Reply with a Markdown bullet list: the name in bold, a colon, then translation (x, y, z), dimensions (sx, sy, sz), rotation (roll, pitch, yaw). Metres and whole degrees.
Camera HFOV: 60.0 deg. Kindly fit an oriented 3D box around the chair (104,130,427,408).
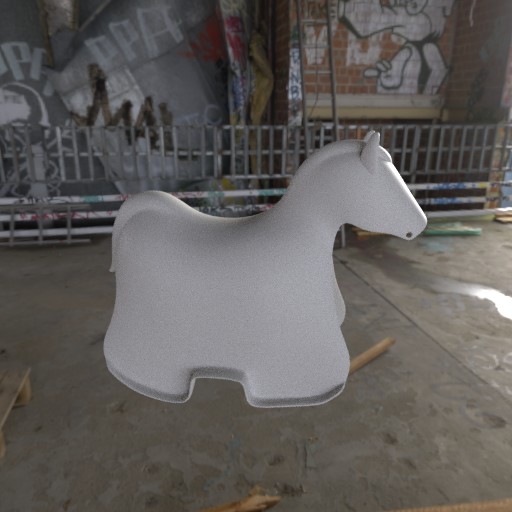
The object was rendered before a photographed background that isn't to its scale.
- **chair**: translation (0.000, 0.000, 1.122), dimensions (0.800, 0.612, 0.429), rotation (3, 18, 8)
